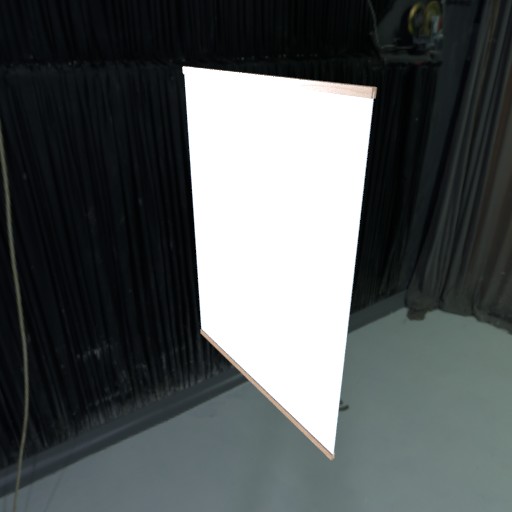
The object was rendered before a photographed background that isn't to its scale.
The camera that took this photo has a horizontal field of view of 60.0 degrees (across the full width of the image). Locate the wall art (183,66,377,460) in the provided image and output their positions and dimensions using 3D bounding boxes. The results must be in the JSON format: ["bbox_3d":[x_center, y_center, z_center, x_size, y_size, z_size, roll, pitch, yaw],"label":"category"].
[{"bbox_3d":[0.000,0.000,1.337,0.013,1.016,0.758,-18,32,-32],"label":"wall art"}]
